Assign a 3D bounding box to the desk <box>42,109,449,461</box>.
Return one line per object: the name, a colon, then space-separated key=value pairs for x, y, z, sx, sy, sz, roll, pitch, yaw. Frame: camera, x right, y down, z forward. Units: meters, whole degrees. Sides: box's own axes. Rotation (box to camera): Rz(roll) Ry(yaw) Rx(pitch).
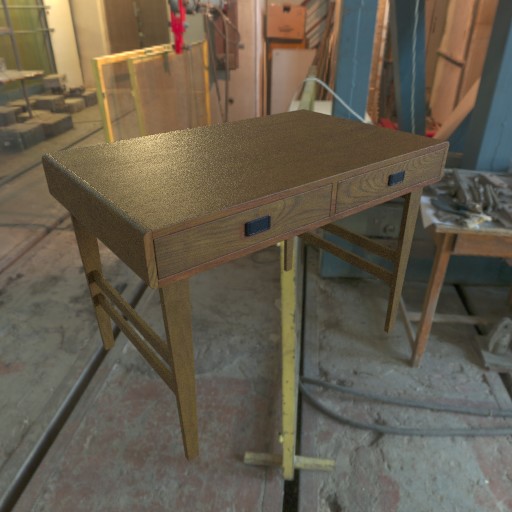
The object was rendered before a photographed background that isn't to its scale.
desk: x=0.000 y=0.000 z=1.529 sx=1.066 sy=0.754 sz=0.660 roll=-21 pitch=36 yaw=-33
